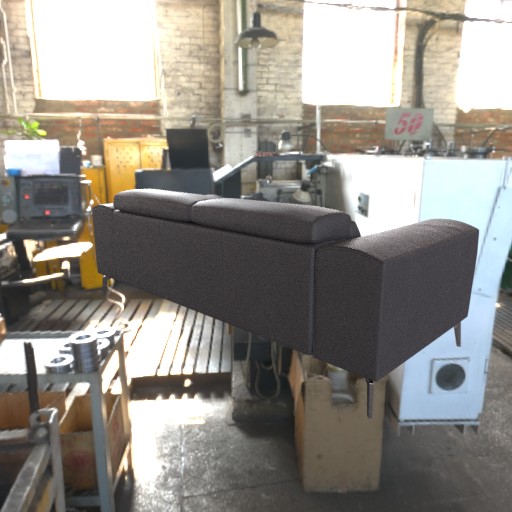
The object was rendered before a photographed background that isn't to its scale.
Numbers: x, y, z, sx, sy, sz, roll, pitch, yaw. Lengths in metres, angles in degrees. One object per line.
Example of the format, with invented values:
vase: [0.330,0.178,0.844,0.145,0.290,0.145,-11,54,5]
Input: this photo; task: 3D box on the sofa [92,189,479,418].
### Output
sofa: [0.000,0.000,2.809,2.330,0.814,1.048,13,18,43]
